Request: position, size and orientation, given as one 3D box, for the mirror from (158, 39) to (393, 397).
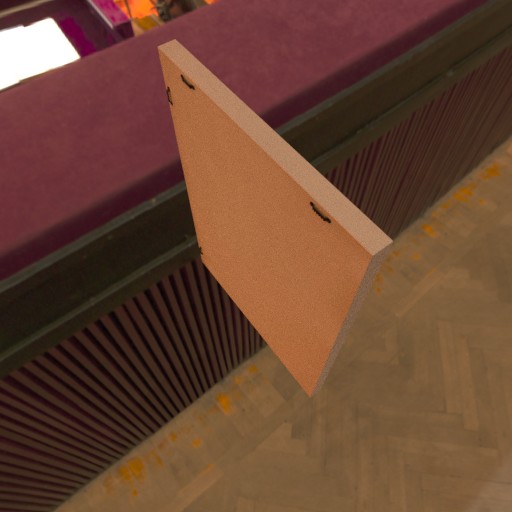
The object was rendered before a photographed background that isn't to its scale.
[{"bbox_3d":[0.000,0.000,0.943,0.040,0.710,0.507,-33,64,-18],"label":"mirror"}]
